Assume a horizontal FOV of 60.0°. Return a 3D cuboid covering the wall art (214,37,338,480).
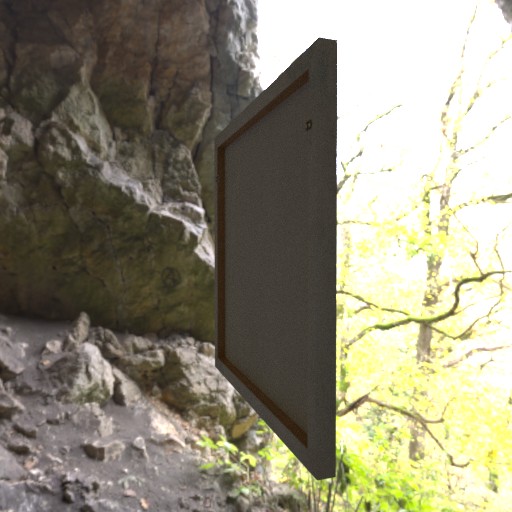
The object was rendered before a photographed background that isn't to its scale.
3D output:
[{"bbox_3d":[0.000,0.000,1.124,0.041,0.762,0.762,-1,2,-19],"label":"wall art"}]
